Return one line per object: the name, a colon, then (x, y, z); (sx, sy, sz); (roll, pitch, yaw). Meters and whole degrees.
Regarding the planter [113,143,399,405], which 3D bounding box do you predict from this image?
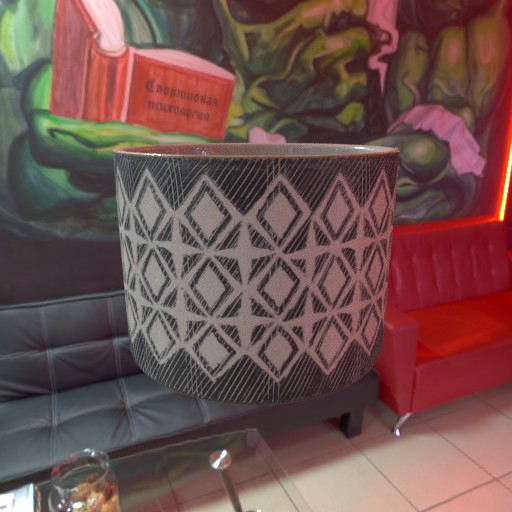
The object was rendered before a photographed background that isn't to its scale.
planter: (0.000, 0.000, 0.219); (0.126, 0.104, 0.126); (0, 16, 0)
